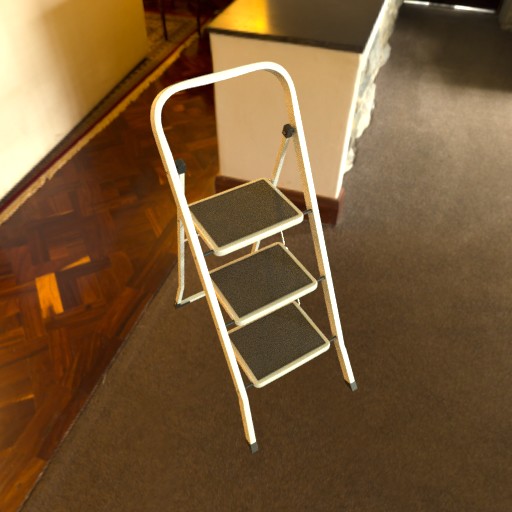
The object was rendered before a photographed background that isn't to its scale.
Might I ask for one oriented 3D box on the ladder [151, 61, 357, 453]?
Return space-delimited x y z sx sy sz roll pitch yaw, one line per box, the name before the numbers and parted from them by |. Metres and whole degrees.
ladder | 0.000 0.000 1.408 0.460 1.050 0.711 -24 51 -21
